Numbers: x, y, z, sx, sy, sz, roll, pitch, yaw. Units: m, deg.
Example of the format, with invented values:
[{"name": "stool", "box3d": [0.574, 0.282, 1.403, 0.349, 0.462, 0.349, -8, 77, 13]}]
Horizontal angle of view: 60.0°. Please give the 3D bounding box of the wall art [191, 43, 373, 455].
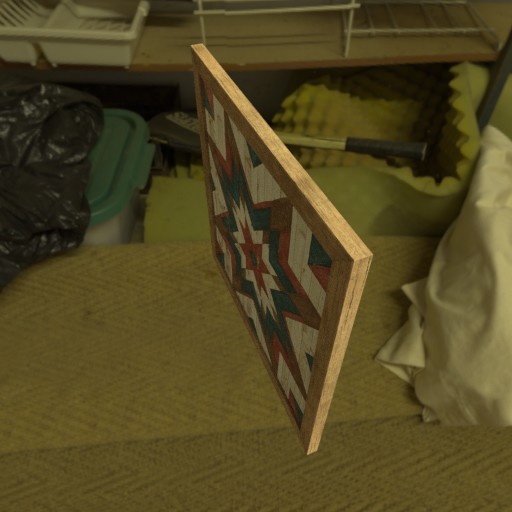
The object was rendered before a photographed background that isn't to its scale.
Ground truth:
[{"name": "wall art", "box3d": [0.000, 0.000, 1.021, 0.029, 0.691, 0.695, -17, 50, -15]}]
